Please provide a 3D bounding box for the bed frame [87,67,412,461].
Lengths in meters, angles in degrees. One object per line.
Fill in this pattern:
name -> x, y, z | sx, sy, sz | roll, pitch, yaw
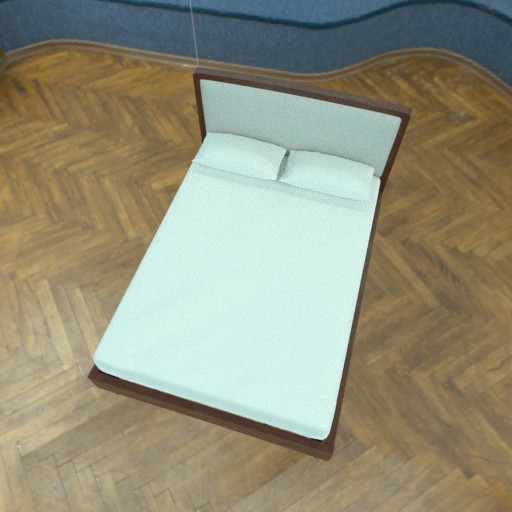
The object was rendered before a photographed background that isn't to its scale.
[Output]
bed frame -> 0.000, 0.000, 3.114 | 1.587, 1.279, 2.171 | 14, 59, 9
